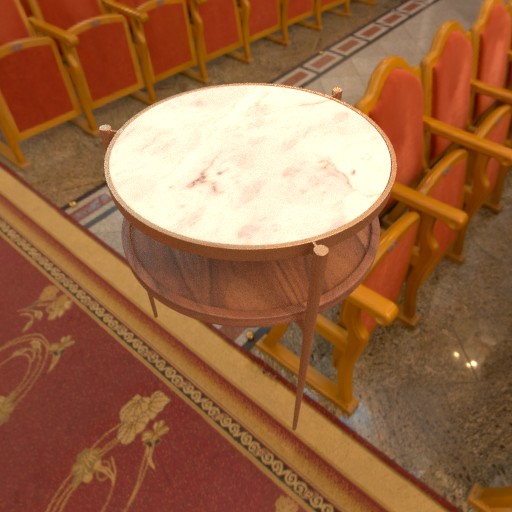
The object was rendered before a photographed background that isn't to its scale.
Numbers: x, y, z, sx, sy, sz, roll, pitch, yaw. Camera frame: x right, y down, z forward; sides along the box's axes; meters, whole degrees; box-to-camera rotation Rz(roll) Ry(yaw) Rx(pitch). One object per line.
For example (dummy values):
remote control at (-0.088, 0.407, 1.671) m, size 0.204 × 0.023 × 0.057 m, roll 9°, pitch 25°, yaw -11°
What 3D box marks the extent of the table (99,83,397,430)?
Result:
table at (0.000, 0.000, 0.837) m, size 0.430 × 0.493 × 0.456 m, roll 32°, pitch 54°, yaw 27°
